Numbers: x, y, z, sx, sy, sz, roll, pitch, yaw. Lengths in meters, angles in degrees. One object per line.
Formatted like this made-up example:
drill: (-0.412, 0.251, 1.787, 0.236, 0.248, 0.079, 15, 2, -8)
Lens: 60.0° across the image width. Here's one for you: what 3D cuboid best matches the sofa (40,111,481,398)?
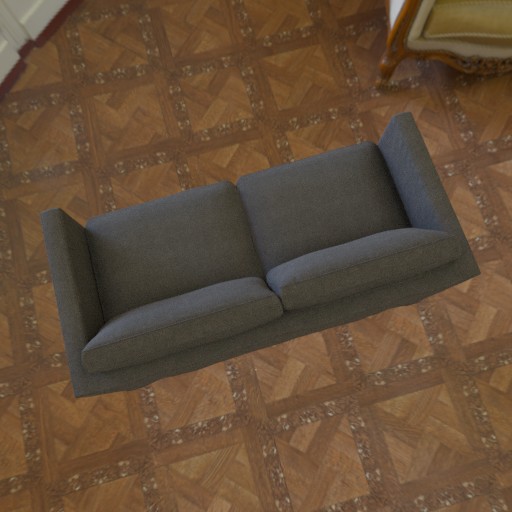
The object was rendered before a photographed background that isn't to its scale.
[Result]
sofa: (0.000, 0.000, 2.404, 1.982, 0.855, 0.953, -16, 76, -4)
